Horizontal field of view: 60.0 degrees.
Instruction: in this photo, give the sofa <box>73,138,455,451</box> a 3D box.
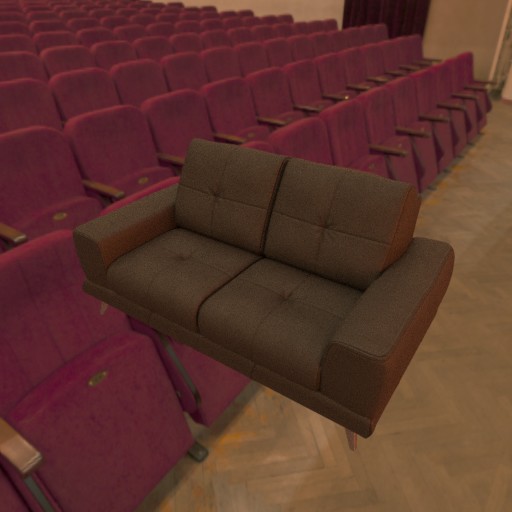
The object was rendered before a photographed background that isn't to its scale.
[{"bbox_3d":[0.000,0.000,2.346,1.806,0.907,1.018,19,36,29],"label":"sofa"}]
